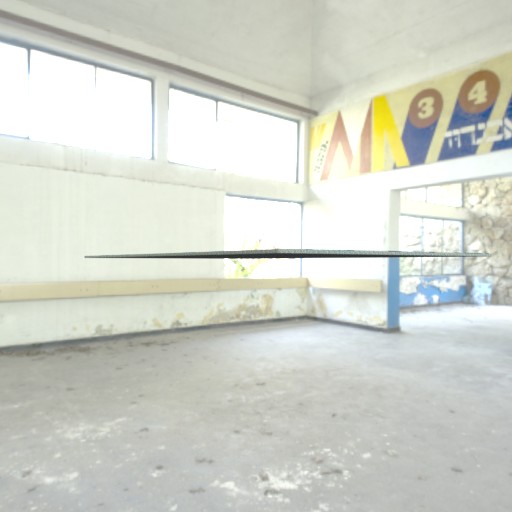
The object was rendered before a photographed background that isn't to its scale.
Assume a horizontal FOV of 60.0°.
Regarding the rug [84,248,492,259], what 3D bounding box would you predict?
[{"bbox_3d":[0.000,0.000,2.309,1.235,0.014,1.829,1,-1,-37],"label":"rug"}]
